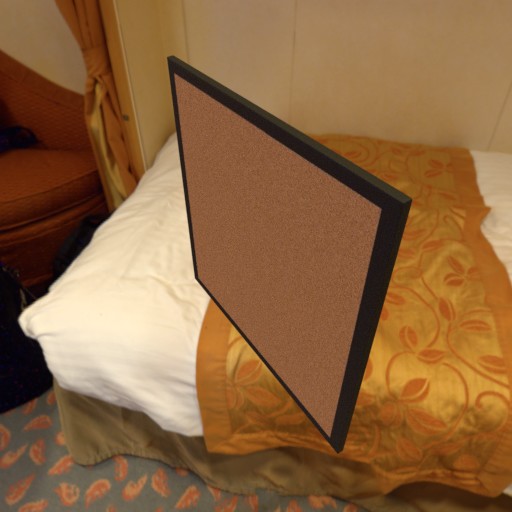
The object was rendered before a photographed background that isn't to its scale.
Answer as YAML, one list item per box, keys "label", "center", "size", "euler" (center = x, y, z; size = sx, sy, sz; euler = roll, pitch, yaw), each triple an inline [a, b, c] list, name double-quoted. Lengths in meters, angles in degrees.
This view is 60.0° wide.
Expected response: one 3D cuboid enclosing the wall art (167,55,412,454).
- label: "wall art"
  center: [0.000, 0.000, 0.958]
  size: [0.016, 0.659, 0.663]
  euler: [-24, 46, -25]
